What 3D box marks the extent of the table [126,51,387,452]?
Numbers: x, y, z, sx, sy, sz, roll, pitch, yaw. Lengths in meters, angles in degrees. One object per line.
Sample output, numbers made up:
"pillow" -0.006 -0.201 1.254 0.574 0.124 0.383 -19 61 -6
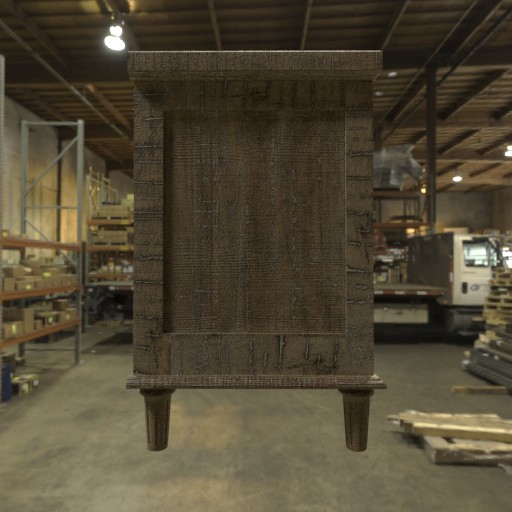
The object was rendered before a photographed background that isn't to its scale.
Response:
"table" 0.000 0.000 1.113 0.457 0.711 0.686 0 -1 0
